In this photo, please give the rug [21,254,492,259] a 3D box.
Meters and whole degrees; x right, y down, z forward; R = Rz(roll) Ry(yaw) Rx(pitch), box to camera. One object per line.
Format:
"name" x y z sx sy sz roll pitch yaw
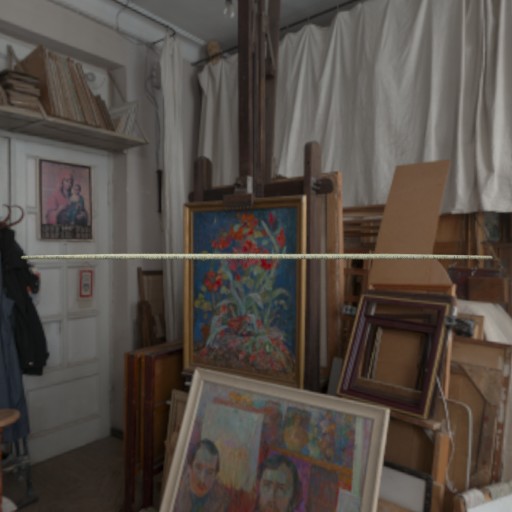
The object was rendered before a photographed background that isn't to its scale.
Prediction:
"rug" 0.000 0.000 2.340 1.846 0.014 1.243 0 1 0
